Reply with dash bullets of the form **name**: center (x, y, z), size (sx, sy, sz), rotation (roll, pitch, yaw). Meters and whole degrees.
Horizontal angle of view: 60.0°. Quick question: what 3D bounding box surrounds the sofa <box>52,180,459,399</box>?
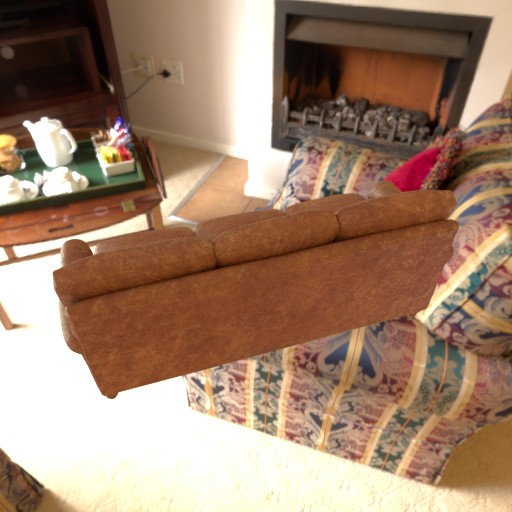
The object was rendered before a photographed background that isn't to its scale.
- **sofa**: center (0.000, 0.000, 2.843), size (2.351, 0.977, 0.973), rotation (-12, 43, -13)
